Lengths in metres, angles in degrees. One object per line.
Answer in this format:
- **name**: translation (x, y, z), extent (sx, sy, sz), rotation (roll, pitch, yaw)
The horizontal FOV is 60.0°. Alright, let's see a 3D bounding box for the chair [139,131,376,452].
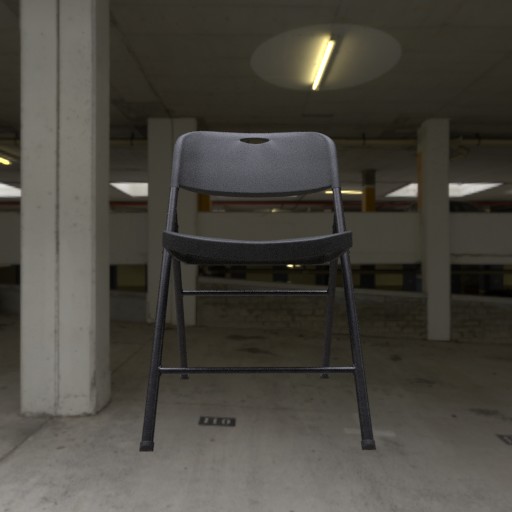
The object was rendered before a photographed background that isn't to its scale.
- **chair**: translation (0.000, 0.000, 1.195), extent (0.494, 0.810, 0.566), rotation (0, 0, -1)
